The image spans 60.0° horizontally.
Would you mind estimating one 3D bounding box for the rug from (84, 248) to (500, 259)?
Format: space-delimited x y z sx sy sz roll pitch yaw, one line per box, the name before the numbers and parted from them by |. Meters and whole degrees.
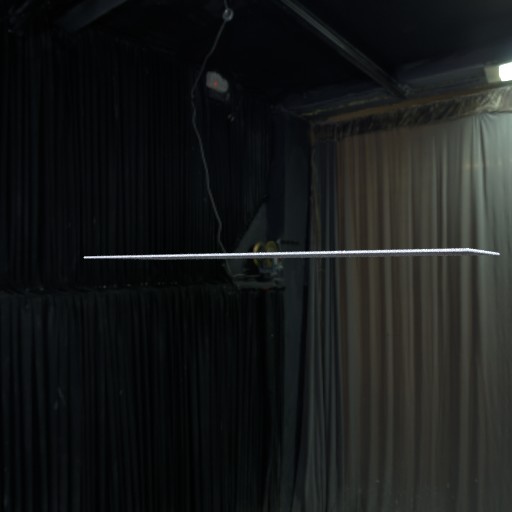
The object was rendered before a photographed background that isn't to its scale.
rug | 0.000 0.000 2.447 2.294 0.011 0.666 -1 -2 37
